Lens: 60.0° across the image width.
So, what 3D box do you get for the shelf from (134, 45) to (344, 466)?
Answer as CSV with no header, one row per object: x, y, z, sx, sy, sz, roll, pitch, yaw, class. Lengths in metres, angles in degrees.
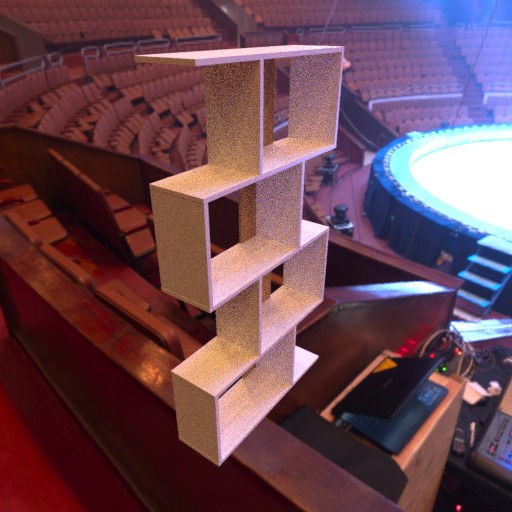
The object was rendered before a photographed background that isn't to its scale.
0.000,0.000,1.958,0.250,1.650,0.890,19,33,32,shelf
